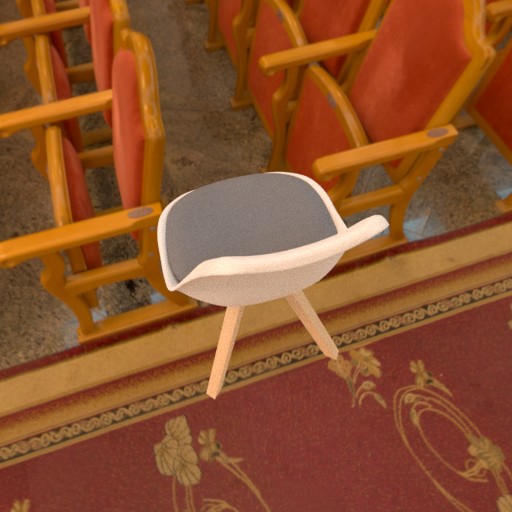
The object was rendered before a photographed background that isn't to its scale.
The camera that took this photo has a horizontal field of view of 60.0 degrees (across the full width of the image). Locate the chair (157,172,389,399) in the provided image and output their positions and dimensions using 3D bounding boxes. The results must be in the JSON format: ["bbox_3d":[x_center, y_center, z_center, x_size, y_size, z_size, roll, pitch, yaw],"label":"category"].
[{"bbox_3d":[0.000,0.000,1.178,0.485,0.850,0.550,-15,60,-9],"label":"chair"}]
